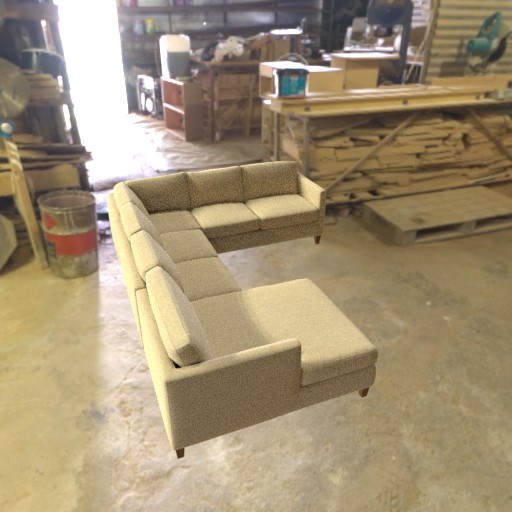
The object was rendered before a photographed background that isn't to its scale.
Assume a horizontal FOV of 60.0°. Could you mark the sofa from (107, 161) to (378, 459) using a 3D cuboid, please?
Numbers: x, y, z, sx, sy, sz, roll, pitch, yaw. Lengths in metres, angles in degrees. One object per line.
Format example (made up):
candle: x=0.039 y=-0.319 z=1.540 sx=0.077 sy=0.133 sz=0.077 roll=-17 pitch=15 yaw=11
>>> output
sofa: x=0.000 y=0.000 z=4.548 sx=2.594 sy=0.961 sz=3.460 roll=-11 pitch=30 yaw=-19
